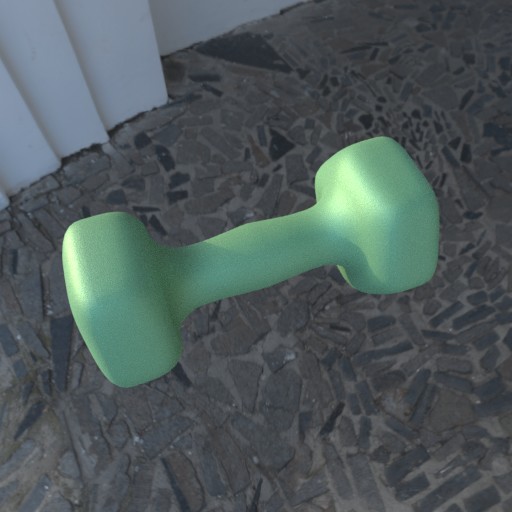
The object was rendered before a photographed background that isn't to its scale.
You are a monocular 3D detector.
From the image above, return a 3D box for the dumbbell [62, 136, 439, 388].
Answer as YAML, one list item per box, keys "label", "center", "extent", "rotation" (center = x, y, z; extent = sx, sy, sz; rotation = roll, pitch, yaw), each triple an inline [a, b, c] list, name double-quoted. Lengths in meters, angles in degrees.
- label: "dumbbell"
  center: [0.000, 0.000, 0.333]
  extent: [0.260, 0.117, 0.129]
  rotation: [-17, 60, -10]
